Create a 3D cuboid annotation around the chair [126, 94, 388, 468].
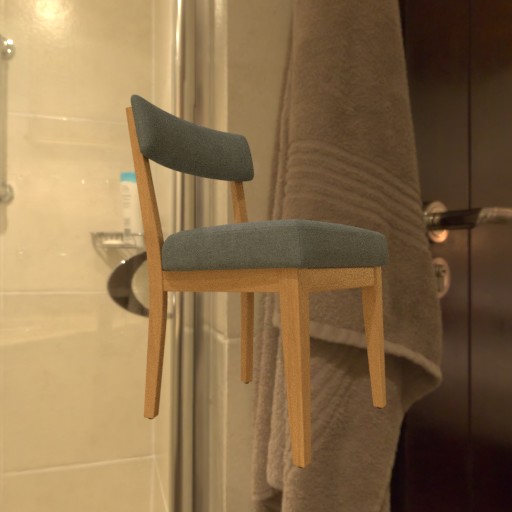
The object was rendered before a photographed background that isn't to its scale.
[{"bbox_3d":[0.000,0.000,1.195,0.572,0.832,0.508,-1,-1,35],"label":"chair"}]
